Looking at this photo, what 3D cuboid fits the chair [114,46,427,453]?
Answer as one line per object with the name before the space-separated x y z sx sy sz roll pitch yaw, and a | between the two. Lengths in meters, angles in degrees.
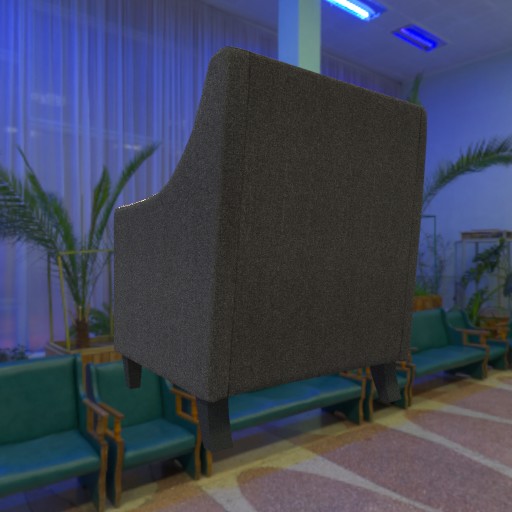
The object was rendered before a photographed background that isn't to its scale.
chair | 0.000 0.000 1.563 0.776 0.967 0.884 0 0 -35
